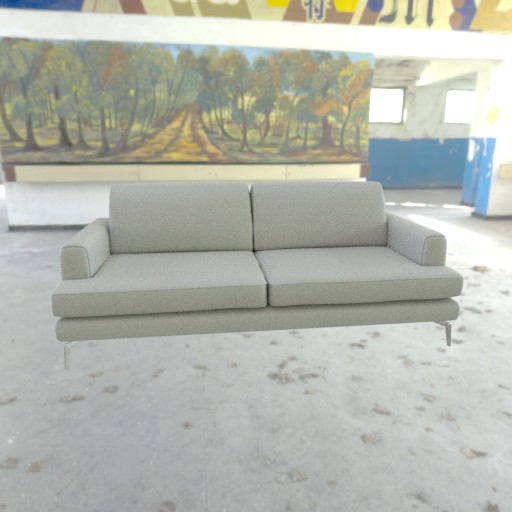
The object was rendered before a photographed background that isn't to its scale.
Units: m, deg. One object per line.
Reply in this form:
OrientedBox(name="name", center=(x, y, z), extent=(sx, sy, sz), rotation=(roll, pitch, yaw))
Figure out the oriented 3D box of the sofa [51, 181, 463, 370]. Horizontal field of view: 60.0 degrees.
OrientedBox(name="sofa", center=(0.000, 0.000, 2.487), extent=(1.940, 0.765, 0.974), rotation=(-2, 15, -7))
